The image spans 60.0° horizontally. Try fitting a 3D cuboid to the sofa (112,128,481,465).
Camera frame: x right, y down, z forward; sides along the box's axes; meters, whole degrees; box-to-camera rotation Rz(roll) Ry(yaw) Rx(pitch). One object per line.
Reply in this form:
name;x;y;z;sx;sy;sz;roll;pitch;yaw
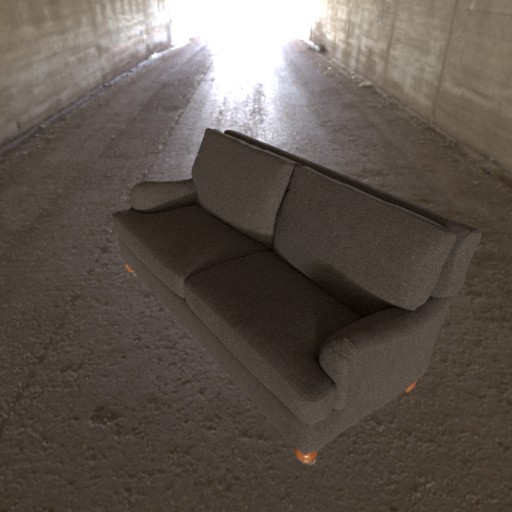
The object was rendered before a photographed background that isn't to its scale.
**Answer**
sofa;0.000;0.000;2.732;1.087;1.054;2.160;-21;37;-31
